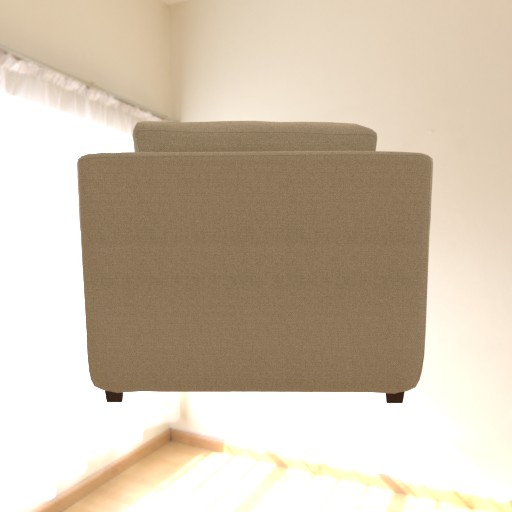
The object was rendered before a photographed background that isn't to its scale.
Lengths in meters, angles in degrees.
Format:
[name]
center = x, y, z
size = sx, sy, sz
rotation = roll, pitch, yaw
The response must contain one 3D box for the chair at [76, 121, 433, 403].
[chair]
center = 0.000, 0.000, 1.936
size = 1.178, 1.016, 1.009
rotation = 0, 1, 1
